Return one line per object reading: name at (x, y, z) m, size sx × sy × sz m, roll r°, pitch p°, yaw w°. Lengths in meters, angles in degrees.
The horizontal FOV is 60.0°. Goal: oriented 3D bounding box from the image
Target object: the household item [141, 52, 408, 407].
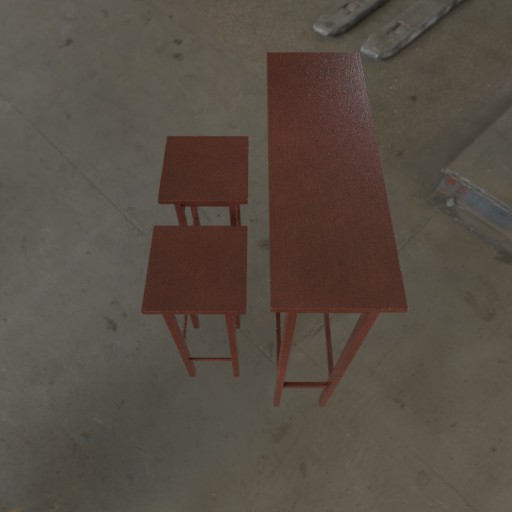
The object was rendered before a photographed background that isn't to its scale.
household item at (0.000, 0.000, 1.671) m, size 0.676 × 1.067 × 0.914 m, roll 0°, pitch 59°, yaw 0°
